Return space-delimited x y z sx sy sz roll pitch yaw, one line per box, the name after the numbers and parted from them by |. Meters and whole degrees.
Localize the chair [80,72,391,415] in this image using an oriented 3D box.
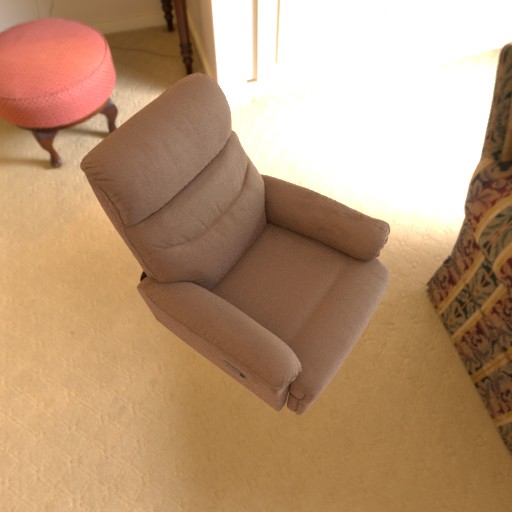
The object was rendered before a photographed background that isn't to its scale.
0.000 0.000 1.782 1.004 1.037 0.820 31 63 18 | chair
